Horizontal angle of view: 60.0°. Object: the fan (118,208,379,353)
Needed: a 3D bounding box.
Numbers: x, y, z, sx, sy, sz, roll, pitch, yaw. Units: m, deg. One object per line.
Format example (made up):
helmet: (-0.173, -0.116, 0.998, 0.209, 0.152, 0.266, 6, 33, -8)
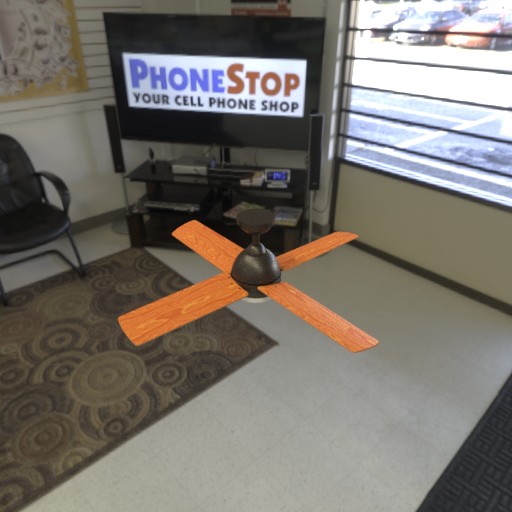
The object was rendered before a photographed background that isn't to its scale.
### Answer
fan: (0.000, 0.000, 2.048, 1.332, 0.403, 1.332, -22, 37, -33)
